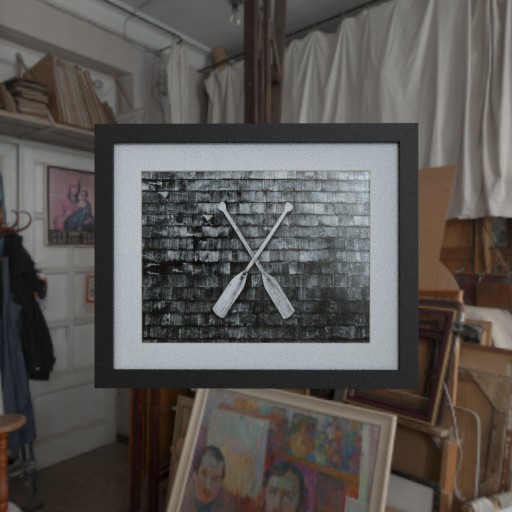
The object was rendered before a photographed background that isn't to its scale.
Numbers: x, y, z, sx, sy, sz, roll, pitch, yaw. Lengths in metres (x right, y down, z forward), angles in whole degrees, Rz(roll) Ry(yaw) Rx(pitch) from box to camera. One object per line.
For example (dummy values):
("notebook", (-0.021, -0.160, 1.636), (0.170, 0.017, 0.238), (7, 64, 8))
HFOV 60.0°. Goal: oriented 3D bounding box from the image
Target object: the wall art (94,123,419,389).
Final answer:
("wall art", (0.000, 0.000, 0.777), (0.558, 0.457, 0.029), (0, 0, 1))
